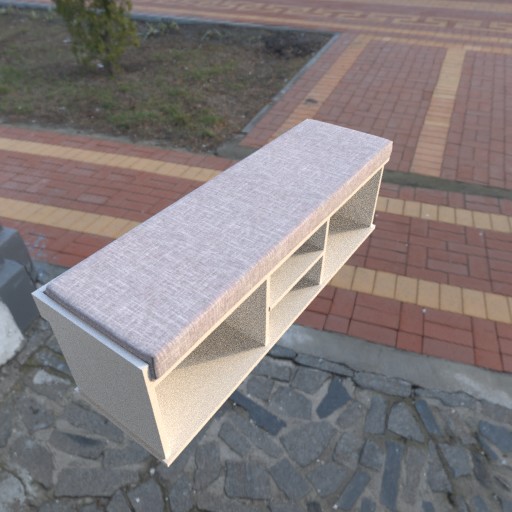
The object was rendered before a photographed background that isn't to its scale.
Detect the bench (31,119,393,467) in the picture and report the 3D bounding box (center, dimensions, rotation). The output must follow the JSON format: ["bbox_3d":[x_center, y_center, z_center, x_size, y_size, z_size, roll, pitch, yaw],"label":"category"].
[{"bbox_3d":[0.000,0.000,1.401,0.363,0.453,1.196,24,45,27],"label":"bench"}]
